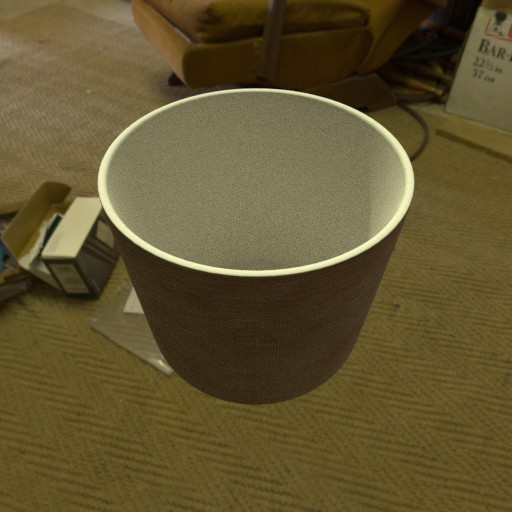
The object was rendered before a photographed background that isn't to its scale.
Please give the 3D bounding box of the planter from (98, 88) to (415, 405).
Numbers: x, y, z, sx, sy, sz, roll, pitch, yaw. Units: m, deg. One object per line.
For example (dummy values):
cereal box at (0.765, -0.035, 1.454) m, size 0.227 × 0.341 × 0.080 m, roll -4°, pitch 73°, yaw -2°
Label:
planter at (0.000, 0.000, 0.776) m, size 0.440 × 0.398 × 0.440 m, roll 0°, pitch 46°, yaw 0°
